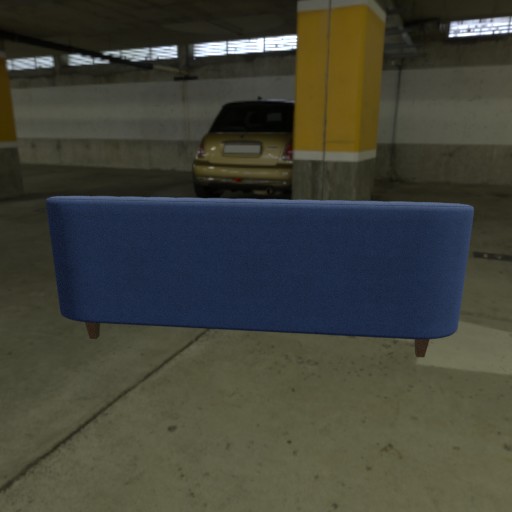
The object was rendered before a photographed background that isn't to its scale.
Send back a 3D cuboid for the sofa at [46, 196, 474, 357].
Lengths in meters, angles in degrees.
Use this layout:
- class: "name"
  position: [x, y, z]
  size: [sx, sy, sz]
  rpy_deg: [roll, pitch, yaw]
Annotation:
- class: "sofa"
  position: [0.000, 0.000, 2.586]
  size: [2.235, 0.787, 0.914]
  rpy_deg: [2, 16, 6]
